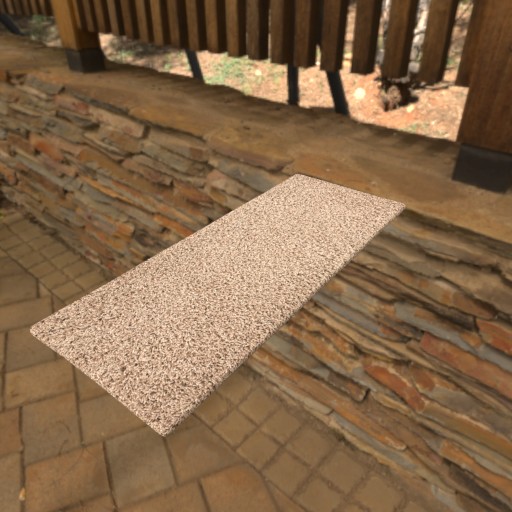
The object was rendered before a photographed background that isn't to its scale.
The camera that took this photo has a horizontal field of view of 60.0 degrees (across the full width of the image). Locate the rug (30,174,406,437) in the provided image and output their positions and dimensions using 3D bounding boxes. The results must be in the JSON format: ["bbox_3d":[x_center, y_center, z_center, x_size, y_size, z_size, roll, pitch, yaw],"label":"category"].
[{"bbox_3d":[0.000,0.000,1.723,0.609,0.030,1.524,23,40,30],"label":"rug"}]
